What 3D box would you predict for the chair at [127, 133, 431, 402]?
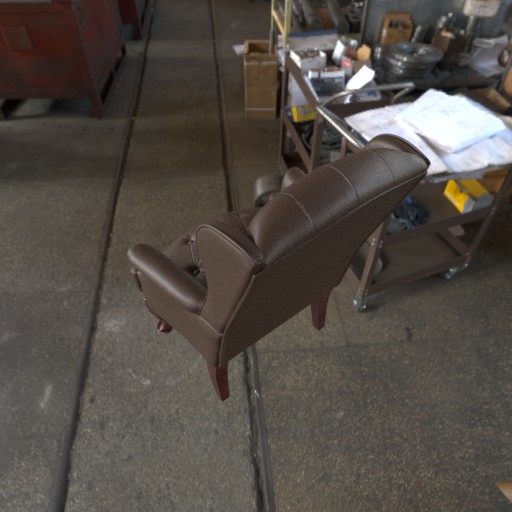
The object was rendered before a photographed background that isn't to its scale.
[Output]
[{"bbox_3d":[0.000,0.000,1.695,0.829,1.132,0.819,-30,53,-26],"label":"chair"}]
